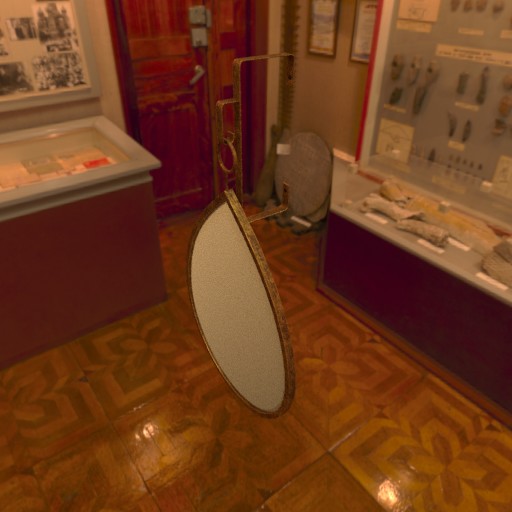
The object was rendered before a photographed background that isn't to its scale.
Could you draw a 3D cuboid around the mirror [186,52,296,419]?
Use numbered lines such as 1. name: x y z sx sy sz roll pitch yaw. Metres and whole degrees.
1. mirror: 0.000 0.000 0.898 0.144 0.744 0.405 -21 39 -29
